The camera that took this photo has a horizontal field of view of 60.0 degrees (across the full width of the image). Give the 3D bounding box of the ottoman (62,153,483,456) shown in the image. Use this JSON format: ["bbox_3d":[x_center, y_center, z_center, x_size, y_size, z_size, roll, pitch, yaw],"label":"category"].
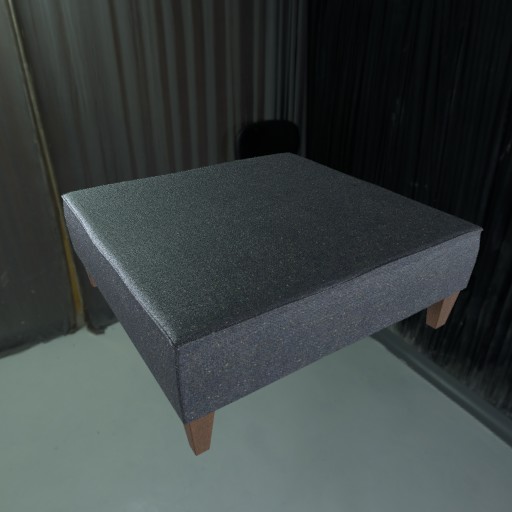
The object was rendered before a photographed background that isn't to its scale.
[{"bbox_3d":[0.000,0.000,1.506,1.004,0.382,0.968,-18,33,-29],"label":"ottoman"}]
